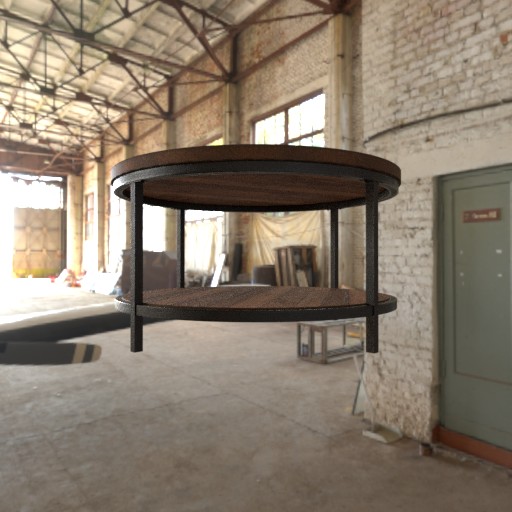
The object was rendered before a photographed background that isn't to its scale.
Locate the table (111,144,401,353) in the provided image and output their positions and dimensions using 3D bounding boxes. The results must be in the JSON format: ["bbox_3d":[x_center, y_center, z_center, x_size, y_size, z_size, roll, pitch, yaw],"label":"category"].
[{"bbox_3d":[0.000,0.000,1.343,0.837,0.462,0.837,0,0,0],"label":"table"}]
